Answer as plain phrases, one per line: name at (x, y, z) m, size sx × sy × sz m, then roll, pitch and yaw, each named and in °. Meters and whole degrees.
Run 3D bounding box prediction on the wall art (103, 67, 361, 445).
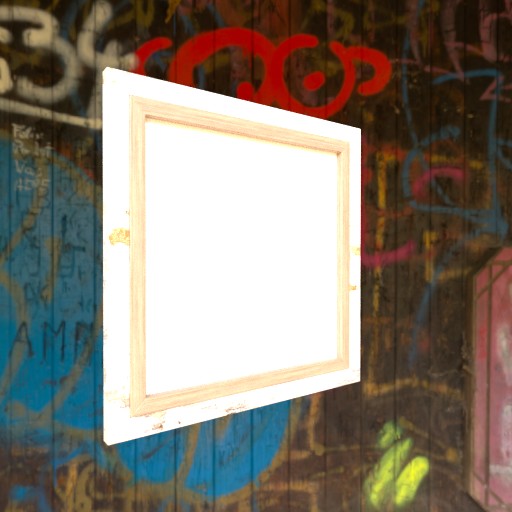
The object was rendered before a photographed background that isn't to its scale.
wall art at (0.000, 0.000, 1.505) m, size 1.015 × 1.018 × 0.040 m, roll 0°, pitch 1°, yaw -36°
